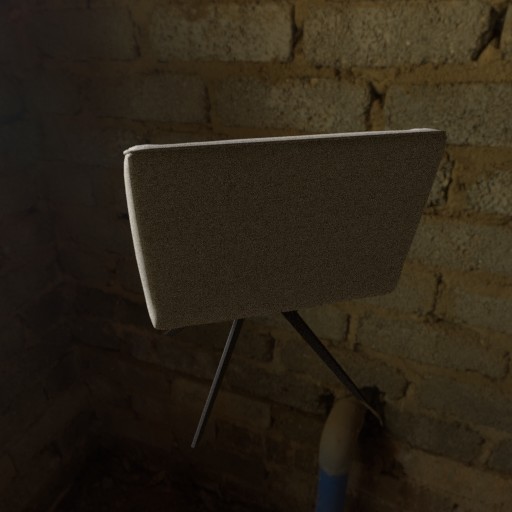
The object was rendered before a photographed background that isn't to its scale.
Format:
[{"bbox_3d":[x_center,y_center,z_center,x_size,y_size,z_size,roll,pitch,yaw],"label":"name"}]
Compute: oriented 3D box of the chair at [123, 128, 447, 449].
[{"bbox_3d":[0.000,0.000,1.217,0.628,0.760,0.623,-7,27,-14],"label":"chair"}]
